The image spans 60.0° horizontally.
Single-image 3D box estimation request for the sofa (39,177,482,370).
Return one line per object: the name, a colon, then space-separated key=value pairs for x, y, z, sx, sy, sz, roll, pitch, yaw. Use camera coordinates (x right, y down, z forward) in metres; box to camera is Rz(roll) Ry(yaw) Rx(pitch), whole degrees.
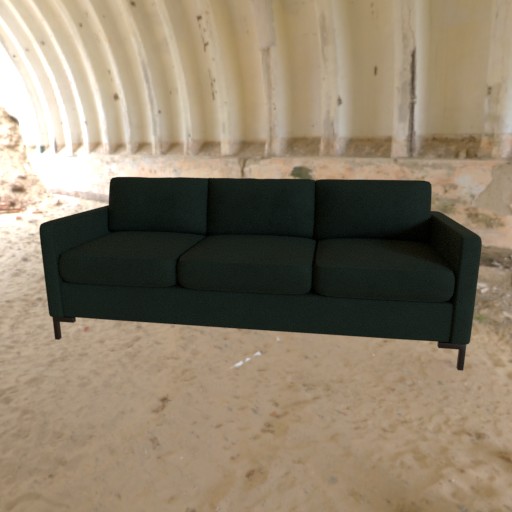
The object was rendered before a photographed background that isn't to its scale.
sofa: x=0.000 y=0.000 z=2.610 sx=2.218 sy=0.870 sz=0.859 roll=2 pitch=14 yaw=9
